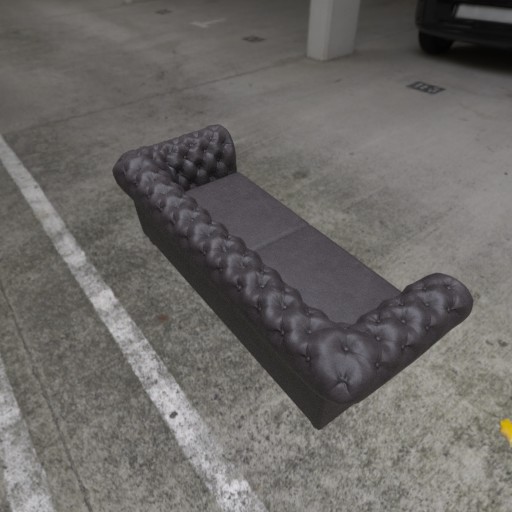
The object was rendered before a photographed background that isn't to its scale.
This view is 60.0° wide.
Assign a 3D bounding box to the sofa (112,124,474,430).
[{"bbox_3d":[0.000,0.000,2.860,0.944,0.783,2.385,-26,48,-26],"label":"sofa"}]
